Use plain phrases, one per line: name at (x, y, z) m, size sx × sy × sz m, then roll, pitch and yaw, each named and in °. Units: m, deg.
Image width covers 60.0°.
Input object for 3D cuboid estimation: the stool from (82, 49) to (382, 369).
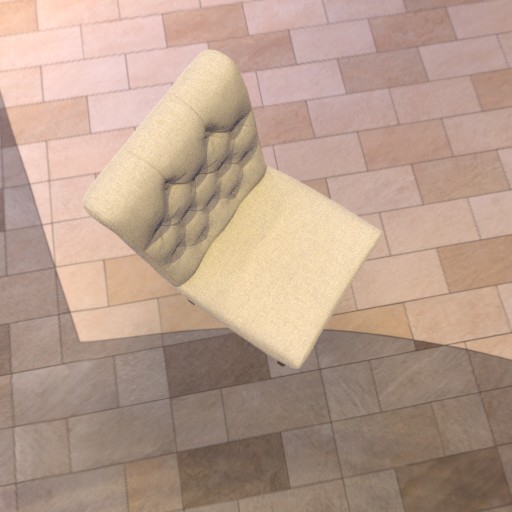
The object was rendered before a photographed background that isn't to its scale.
stool at (0.000, 0.000, 1.449) m, size 0.601 × 1.140 × 0.493 m, roll 33°, pitch 78°, yaw 8°
